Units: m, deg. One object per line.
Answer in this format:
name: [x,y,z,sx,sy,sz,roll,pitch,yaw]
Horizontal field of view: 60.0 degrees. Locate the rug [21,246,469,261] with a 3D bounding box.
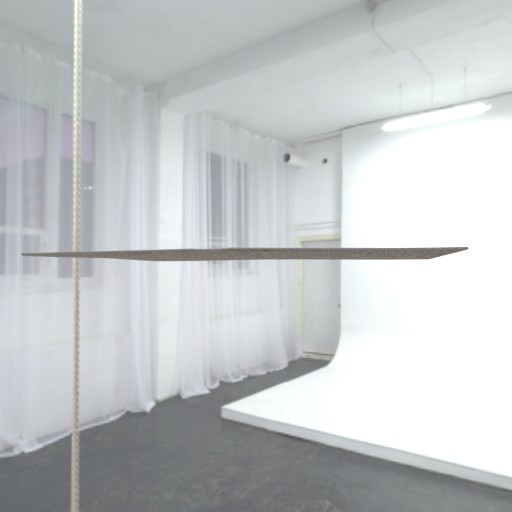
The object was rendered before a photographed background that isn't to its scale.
rug: [0.000,0.000,2.967,2.342,0.030,1.609,-1,-2,16]
